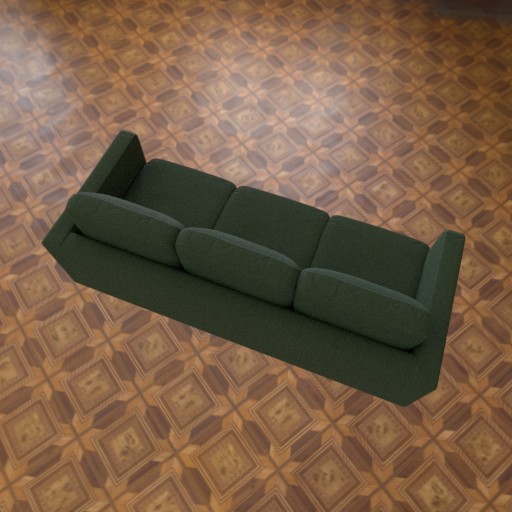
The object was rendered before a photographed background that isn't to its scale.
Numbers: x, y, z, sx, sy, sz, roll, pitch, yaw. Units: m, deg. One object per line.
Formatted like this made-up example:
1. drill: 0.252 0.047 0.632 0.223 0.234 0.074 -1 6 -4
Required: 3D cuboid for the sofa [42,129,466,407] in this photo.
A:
1. sofa: 0.000 0.000 2.485 2.029 0.899 0.879 19 64 10
